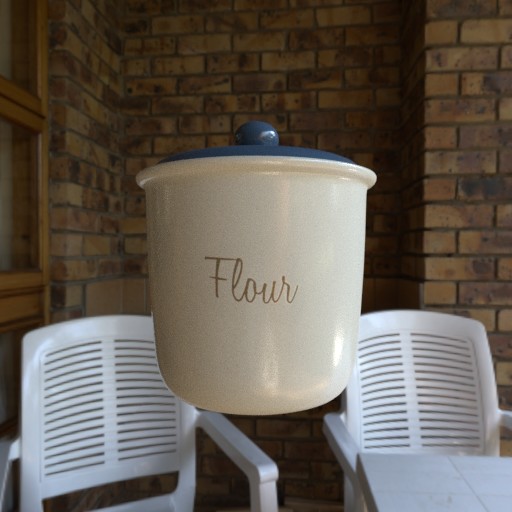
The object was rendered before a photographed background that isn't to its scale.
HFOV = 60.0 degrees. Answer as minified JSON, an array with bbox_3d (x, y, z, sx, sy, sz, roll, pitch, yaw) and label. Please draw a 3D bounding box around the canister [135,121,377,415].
[{"bbox_3d":[0.000,0.000,0.347,0.182,0.208,0.182,0,1,0],"label":"canister"}]
